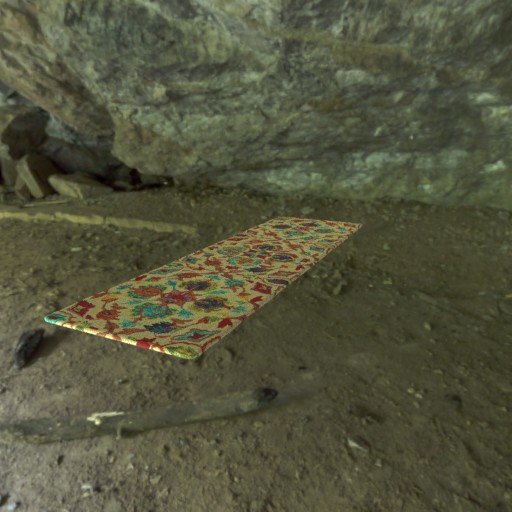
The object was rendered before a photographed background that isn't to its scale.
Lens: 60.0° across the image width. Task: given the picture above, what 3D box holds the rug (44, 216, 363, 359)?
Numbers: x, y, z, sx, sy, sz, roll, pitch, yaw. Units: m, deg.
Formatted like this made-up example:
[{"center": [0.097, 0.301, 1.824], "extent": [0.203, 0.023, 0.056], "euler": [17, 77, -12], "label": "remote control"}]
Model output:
[{"center": [0.000, 0.000, 2.503], "extent": [0.693, 0.016, 2.273], "euler": [8, 18, 25], "label": "rug"}]
